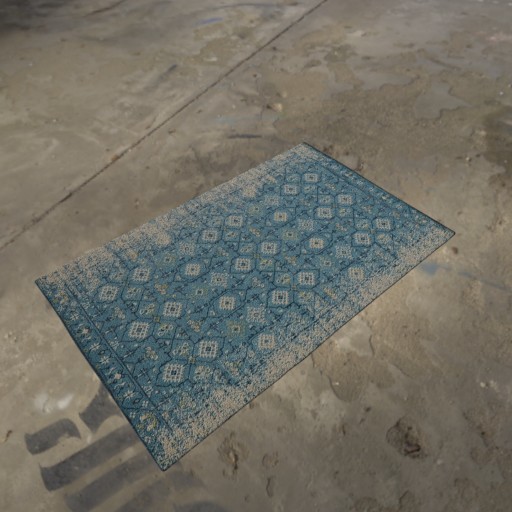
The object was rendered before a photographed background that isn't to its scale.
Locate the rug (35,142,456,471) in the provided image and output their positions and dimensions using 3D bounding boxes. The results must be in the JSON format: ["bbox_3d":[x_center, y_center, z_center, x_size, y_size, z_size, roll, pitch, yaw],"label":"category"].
[{"bbox_3d":[0.000,0.000,2.985,2.449,0.015,1.530,-32,55,-26],"label":"rug"}]
